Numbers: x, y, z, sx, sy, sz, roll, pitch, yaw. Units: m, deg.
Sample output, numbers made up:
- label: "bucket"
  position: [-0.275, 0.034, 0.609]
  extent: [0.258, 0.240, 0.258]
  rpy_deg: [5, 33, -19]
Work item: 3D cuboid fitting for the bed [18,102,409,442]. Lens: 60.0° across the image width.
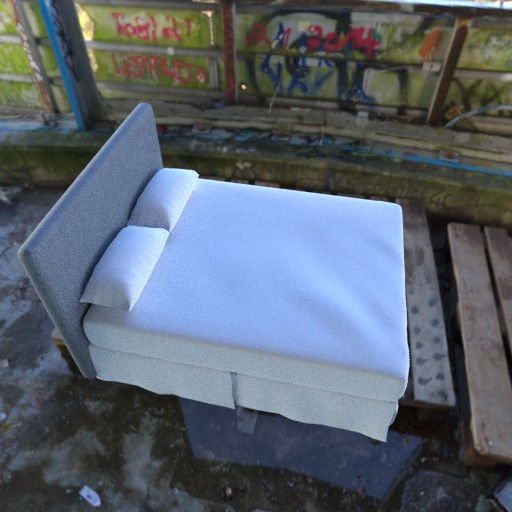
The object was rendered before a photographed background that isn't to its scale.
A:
- label: "bed"
  position: [0.000, 0.000, 3.103]
  extent: [2.142, 1.330, 1.723]
  rpy_deg: [8, 46, 8]
